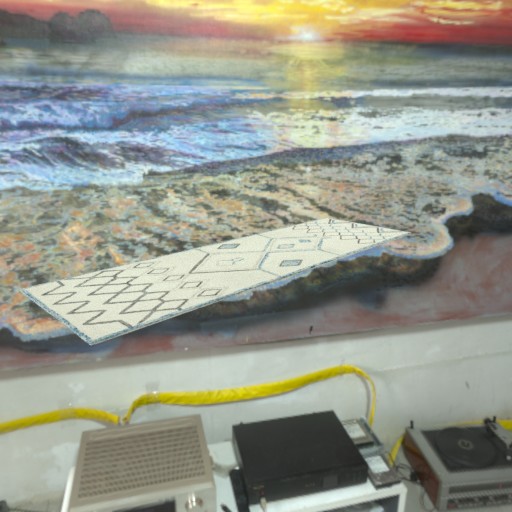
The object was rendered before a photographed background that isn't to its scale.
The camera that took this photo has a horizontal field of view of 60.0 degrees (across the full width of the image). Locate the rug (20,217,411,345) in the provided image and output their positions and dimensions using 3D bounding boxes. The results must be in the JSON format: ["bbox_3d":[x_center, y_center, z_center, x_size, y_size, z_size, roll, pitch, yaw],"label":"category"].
[{"bbox_3d":[0.000,0.000,2.687,2.434,0.013,0.770,-16,23,-42],"label":"rug"}]
